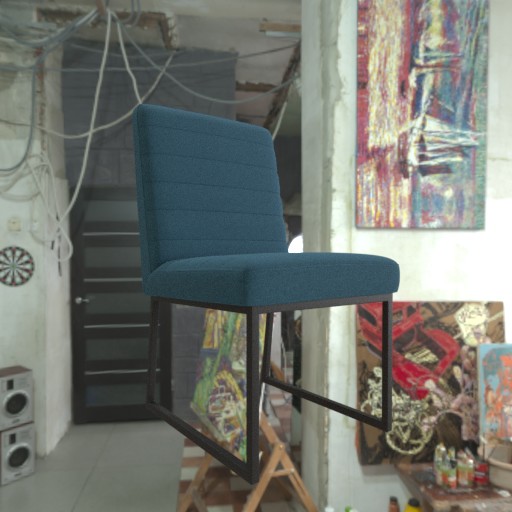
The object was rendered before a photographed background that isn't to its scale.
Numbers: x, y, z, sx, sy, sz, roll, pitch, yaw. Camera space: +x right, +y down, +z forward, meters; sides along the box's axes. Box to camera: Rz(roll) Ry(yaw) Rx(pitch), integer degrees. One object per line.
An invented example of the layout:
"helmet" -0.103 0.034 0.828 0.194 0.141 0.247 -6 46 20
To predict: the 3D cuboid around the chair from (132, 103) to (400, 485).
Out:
"chair" 0.000 0.000 1.280 0.520 0.930 0.634 -1 1 -36
